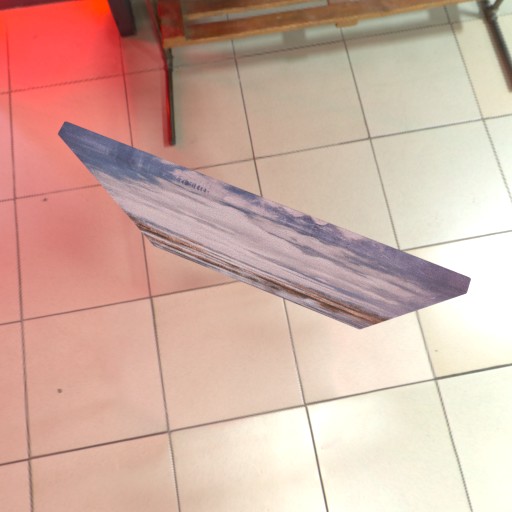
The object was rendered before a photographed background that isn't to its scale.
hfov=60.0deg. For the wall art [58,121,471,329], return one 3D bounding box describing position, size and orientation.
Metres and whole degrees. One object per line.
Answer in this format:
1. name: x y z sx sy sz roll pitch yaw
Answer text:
1. wall art: 0.000 0.000 1.508 1.010 1.020 0.040 22 77 5
